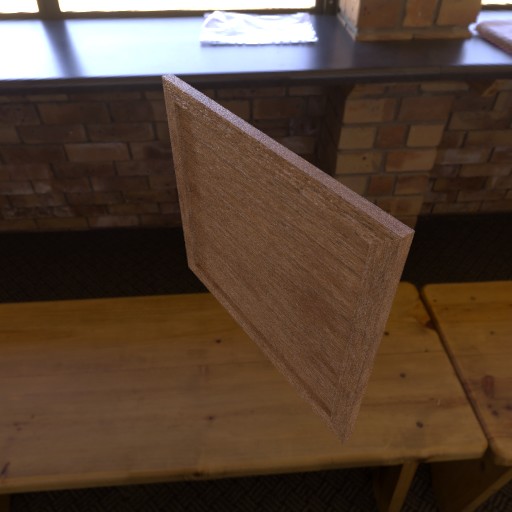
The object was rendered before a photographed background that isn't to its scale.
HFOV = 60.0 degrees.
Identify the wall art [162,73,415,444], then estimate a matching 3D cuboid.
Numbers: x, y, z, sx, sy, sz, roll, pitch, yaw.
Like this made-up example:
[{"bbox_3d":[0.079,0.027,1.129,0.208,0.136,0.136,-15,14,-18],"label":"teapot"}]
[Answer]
[{"bbox_3d":[0.000,0.000,0.984,0.026,0.588,0.690,-26,48,-25],"label":"wall art"}]
